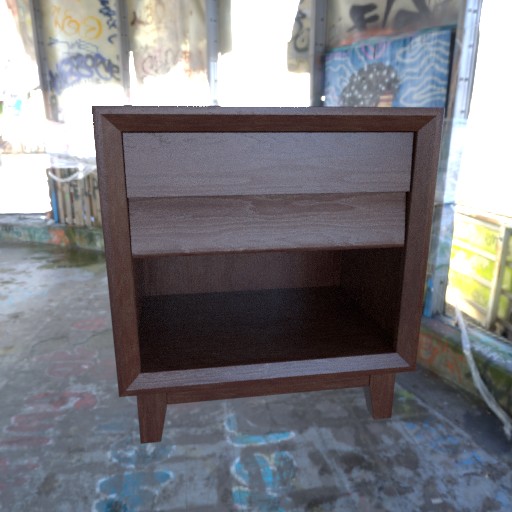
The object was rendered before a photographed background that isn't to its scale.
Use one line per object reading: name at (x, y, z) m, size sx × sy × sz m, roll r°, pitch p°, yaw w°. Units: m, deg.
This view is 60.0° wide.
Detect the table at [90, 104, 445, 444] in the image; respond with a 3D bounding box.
table at (0.000, 0.000, 0.982) m, size 0.557 × 0.609 × 0.449 m, roll -2°, pitch 16°, yaw -9°
